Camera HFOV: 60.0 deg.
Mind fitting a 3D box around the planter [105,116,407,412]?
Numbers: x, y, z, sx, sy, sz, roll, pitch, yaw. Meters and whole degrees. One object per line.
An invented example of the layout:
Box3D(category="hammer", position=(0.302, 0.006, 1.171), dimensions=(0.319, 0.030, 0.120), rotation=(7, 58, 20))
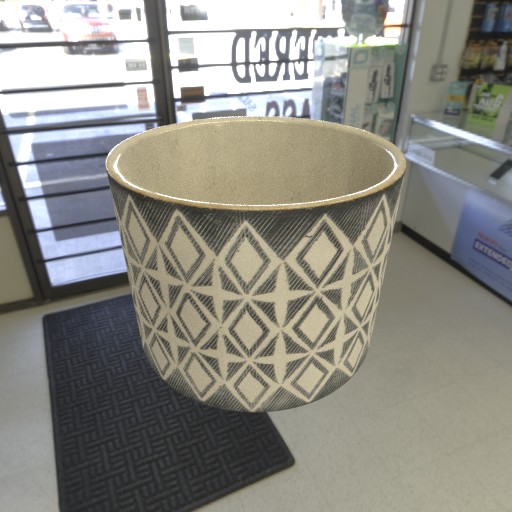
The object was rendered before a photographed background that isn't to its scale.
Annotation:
Box3D(category="planter", position=(0.000, 0.000, 0.336), dimensions=(0.192, 0.165, 0.192), rotation=(0, 30, 0))
